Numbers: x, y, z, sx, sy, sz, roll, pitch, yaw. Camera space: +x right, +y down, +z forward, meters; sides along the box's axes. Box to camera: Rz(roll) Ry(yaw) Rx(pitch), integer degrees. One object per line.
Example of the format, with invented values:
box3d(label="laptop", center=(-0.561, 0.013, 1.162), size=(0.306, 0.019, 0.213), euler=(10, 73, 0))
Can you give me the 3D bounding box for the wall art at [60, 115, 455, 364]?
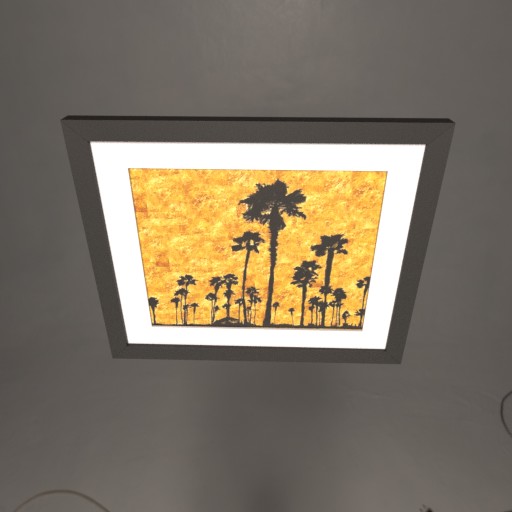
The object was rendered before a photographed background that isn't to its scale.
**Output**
box3d(label="wall art", center=(0.000, 0.000, 0.756), size=(0.561, 0.460, 0.028), euler=(1, 31, 1))
